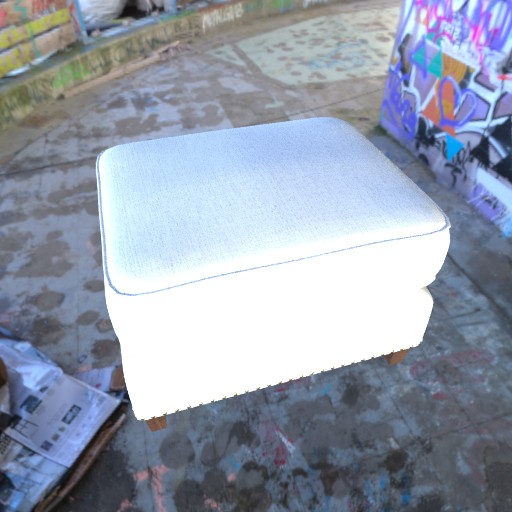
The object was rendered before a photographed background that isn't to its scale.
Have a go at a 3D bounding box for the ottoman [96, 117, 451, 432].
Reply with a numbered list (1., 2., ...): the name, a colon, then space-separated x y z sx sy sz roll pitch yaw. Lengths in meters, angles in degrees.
1. ottoman: 0.000 0.000 1.161 0.738 0.537 0.589 -12 43 -13
